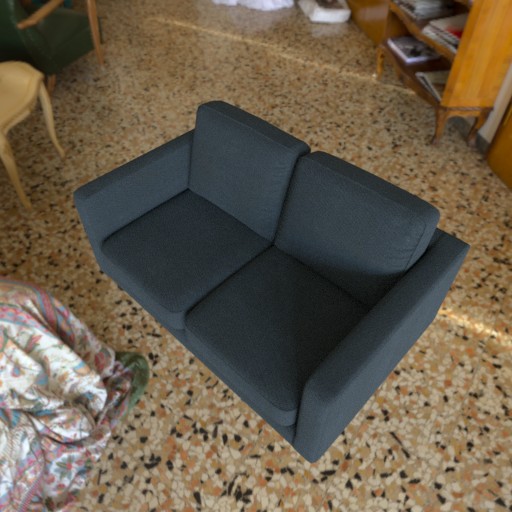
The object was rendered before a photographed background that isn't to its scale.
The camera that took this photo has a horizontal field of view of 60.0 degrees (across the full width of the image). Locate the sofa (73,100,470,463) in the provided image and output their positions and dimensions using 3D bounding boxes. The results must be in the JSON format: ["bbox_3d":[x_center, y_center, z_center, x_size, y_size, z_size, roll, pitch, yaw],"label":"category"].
[{"bbox_3d":[0.000,0.000,2.117,1.518,0.930,0.999,35,56,28],"label":"sofa"}]
